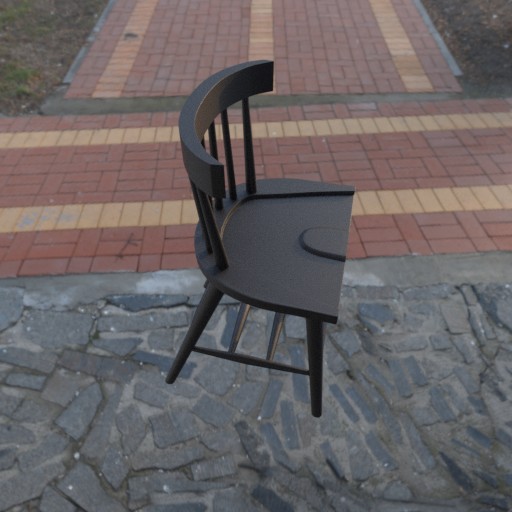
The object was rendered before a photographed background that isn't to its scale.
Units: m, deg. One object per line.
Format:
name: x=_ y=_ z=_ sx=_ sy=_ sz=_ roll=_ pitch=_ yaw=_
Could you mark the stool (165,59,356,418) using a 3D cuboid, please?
stool: x=0.000 y=0.000 z=1.304 sx=0.549 sy=0.953 sz=0.494 roll=10 pitch=48 yaw=9
